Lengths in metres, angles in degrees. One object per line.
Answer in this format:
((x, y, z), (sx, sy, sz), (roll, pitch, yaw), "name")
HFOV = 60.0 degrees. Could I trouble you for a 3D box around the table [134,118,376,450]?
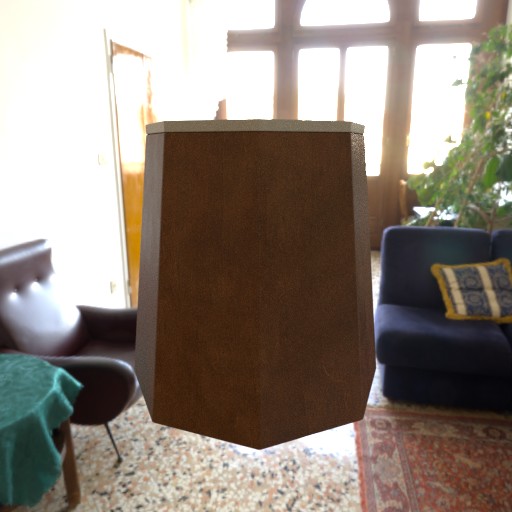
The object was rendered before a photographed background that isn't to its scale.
((0.000, 0.000, 0.804), (0.439, 0.457, 0.439), (-7, 16, -25), "table")
